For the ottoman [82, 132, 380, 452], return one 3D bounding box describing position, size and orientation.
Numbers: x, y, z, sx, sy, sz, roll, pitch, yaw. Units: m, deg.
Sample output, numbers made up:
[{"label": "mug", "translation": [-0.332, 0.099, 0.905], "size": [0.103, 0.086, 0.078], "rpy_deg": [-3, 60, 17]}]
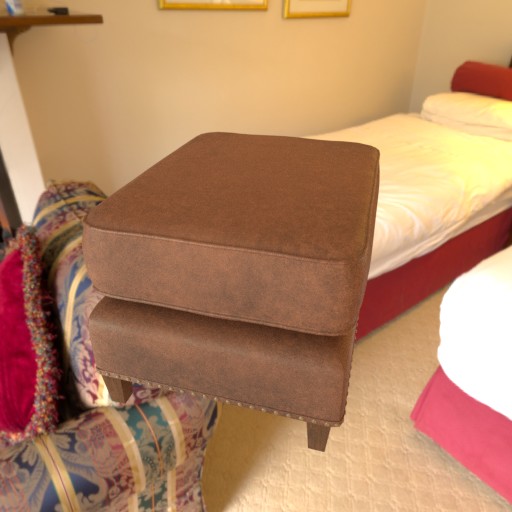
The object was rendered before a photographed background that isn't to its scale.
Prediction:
[{"label": "ottoman", "translation": [0.000, 0.000, 1.190], "size": [0.589, 0.537, 0.738], "rpy_deg": [8, 32, 14]}]
